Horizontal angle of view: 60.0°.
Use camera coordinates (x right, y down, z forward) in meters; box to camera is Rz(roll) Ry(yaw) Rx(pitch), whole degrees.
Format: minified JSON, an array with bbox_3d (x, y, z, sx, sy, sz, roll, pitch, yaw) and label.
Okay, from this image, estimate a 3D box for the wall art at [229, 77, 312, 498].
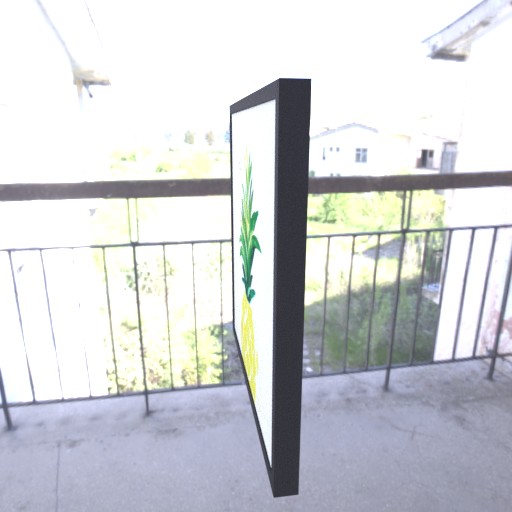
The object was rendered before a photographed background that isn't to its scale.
[{"bbox_3d":[0.000,0.000,0.748,0.033,0.507,0.508,-2,16,-9],"label":"wall art"}]
